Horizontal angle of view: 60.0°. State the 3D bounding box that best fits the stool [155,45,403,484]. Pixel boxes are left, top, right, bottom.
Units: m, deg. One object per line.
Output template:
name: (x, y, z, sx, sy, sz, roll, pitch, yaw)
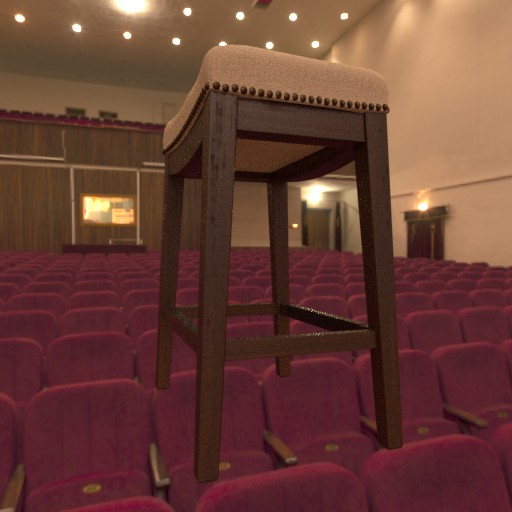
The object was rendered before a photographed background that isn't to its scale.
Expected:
stool: (0.000, 0.000, 0.947, 0.363, 0.669, 0.509, 0, 0, -20)
